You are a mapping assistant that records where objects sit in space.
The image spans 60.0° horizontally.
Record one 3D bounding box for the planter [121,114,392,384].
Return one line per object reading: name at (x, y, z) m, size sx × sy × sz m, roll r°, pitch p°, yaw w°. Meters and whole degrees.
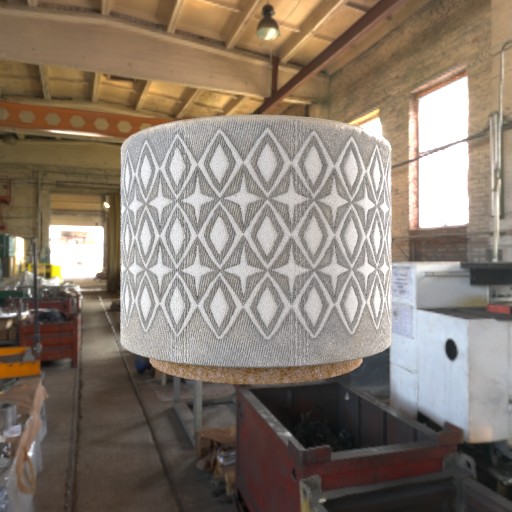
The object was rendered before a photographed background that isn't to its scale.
planter at (0.000, 0.000, 0.281) m, size 0.164 × 0.127 × 0.164 m, roll 0°, pitch 0°, yaw 0°
